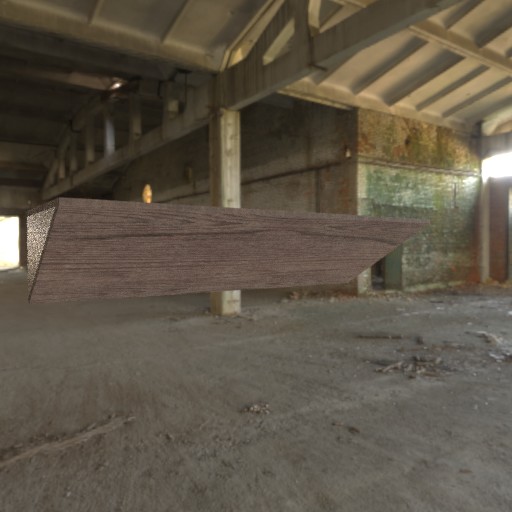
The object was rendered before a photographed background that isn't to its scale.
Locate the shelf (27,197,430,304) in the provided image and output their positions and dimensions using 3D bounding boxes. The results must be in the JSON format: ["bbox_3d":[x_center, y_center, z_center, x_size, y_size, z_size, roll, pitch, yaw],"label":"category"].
[{"bbox_3d":[0.000,0.000,0.689,0.610,0.125,0.200,-1,1,-35],"label":"shelf"}]
